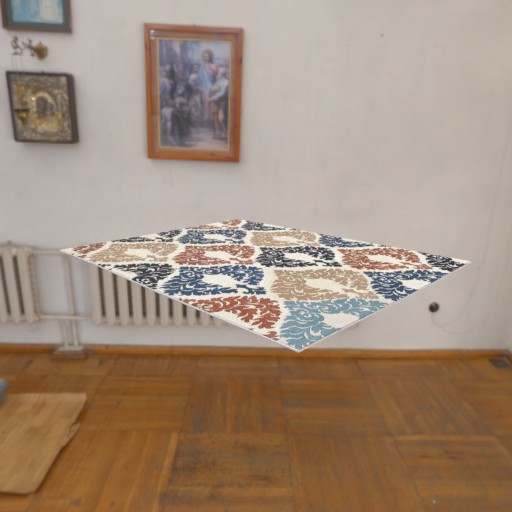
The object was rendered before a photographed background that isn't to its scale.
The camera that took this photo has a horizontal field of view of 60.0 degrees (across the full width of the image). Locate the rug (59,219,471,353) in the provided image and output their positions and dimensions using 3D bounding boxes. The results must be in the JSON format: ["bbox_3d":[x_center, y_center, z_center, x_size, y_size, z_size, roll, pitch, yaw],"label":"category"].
[{"bbox_3d":[0.000,0.000,4.141,3.040,0.014,2.423,14,21,43],"label":"rug"}]
